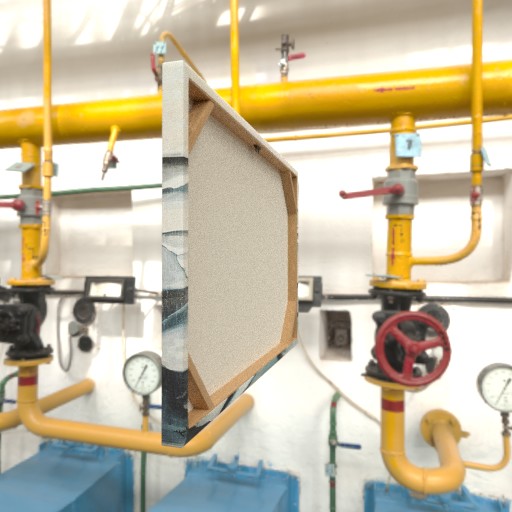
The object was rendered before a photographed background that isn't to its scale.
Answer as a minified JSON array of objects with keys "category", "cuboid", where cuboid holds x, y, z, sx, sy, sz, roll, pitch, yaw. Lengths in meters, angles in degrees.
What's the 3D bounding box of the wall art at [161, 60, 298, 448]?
[{"category":"wall art","cuboid":[0.000,0.000,1.136,0.039,0.609,0.914,0,-1,17]}]
